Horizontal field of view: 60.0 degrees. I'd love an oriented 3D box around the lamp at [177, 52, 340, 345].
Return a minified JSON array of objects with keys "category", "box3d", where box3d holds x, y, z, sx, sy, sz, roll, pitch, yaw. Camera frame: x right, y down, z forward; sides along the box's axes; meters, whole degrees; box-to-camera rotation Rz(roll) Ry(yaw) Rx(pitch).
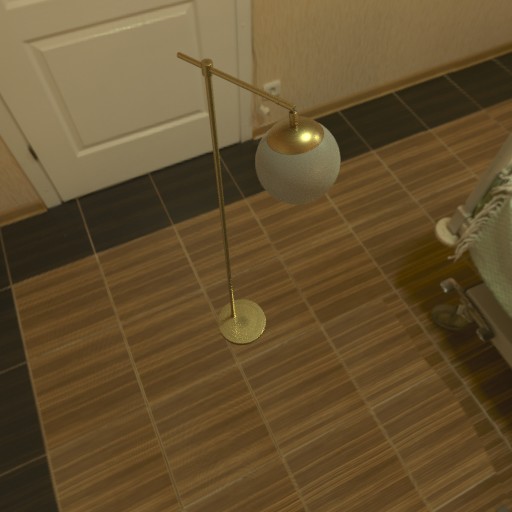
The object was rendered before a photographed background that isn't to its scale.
[{"category":"lamp","box3d":[0.000,0.000,1.663,0.476,1.505,0.249,31,63,18]}]
